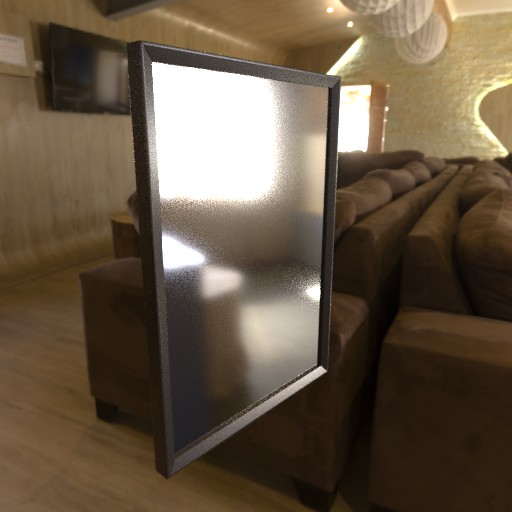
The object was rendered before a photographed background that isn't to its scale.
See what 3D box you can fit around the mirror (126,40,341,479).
[{"bbox_3d":[0.000,0.000,0.883,0.039,0.710,0.507,13,20,41],"label":"mirror"}]
